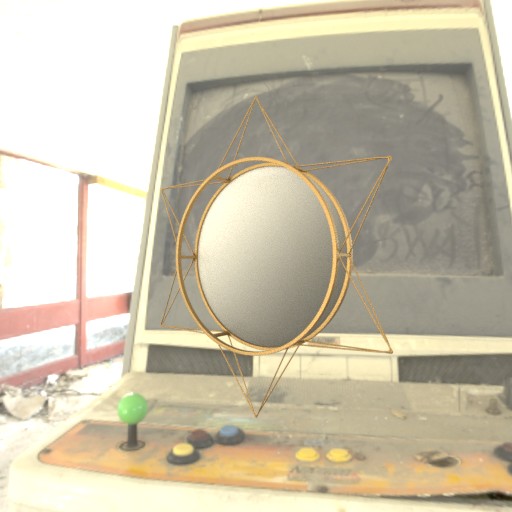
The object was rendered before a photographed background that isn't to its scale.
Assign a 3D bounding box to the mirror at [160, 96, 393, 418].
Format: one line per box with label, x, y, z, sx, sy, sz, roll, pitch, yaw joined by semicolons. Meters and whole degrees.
mirror;0.000;0.000;0.802;0.498;0.581;0.062;-1;-1;35
